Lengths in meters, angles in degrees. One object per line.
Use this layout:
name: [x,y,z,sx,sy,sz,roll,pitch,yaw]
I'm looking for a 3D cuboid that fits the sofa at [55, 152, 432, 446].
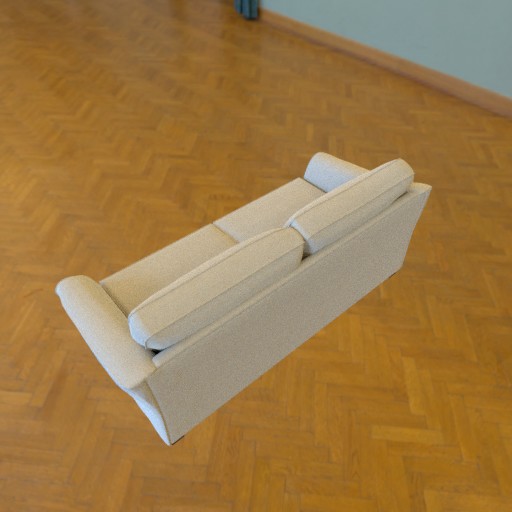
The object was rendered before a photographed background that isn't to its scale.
sofa: [0.000,0.000,2.835,2.270,0.965,0.980,-31,52,-28]
